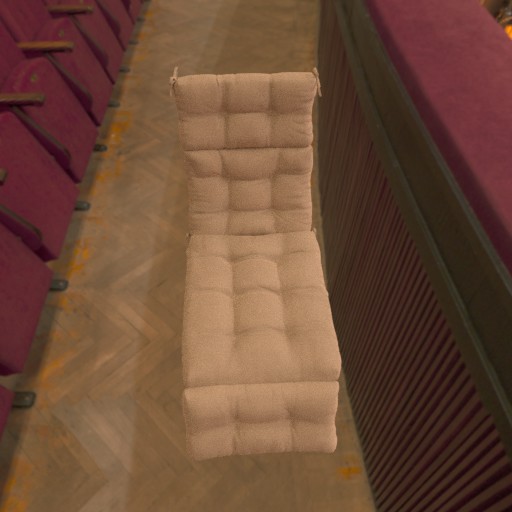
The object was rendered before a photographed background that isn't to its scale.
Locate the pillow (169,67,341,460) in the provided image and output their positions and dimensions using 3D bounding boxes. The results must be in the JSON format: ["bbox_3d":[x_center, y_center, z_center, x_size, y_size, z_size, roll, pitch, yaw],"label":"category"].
[{"bbox_3d":[0.000,0.000,1.469,0.526,0.863,1.016,-2,47,-2],"label":"pillow"}]
